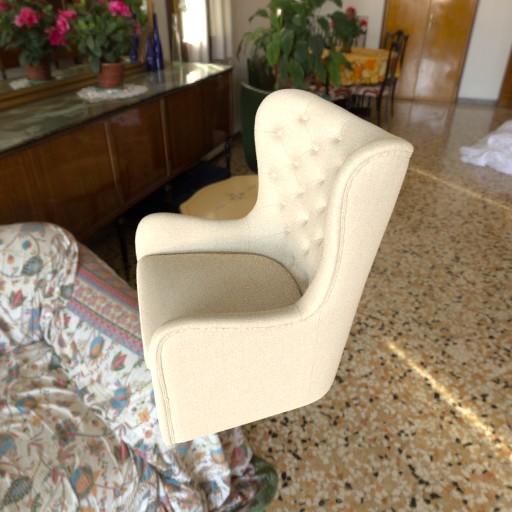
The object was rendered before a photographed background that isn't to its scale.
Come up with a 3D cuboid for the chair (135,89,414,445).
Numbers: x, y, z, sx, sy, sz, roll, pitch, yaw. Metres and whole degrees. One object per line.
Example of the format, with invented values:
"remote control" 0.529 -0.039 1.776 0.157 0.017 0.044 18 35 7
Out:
"chair" 0.000 0.000 1.726 0.929 1.079 0.831 -8 32 -14
